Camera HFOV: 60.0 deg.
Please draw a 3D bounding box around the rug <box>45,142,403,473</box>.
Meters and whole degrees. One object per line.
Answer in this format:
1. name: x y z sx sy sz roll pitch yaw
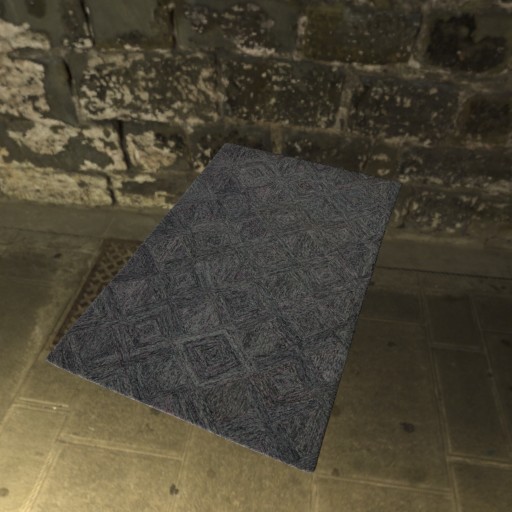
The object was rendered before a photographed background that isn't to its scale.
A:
1. rug: 0.000 0.000 2.213 1.158 0.013 1.752 17 49 15
